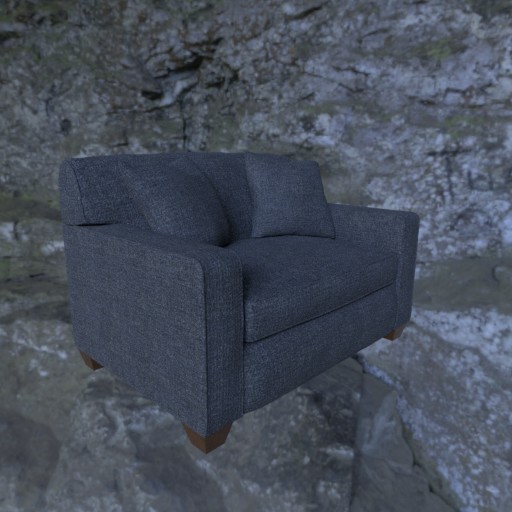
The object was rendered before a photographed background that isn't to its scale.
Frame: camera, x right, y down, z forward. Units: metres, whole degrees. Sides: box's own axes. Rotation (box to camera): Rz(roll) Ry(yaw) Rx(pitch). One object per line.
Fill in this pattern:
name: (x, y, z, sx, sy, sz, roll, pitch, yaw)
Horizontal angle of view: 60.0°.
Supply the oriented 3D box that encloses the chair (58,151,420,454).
chair: (0.000, 0.000, 2.060, 1.000, 0.948, 1.383, 13, 19, 43)
